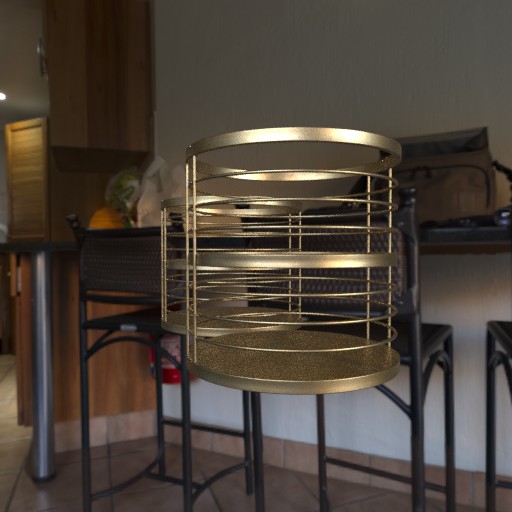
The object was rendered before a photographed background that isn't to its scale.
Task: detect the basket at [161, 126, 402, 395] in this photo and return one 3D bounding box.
[{"bbox_3d":[0.000,0.000,0.941,0.356,0.351,0.746,0,1,-18],"label":"basket"}]
